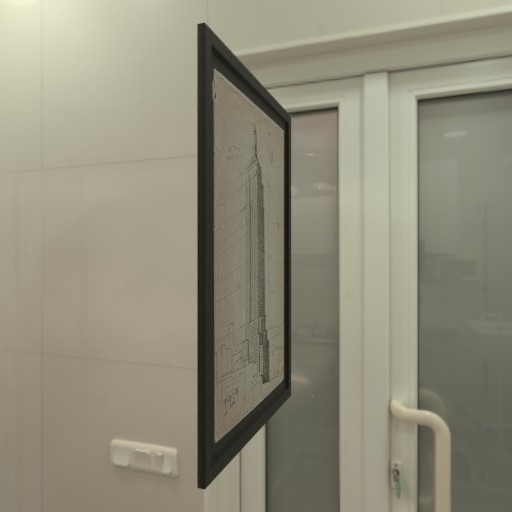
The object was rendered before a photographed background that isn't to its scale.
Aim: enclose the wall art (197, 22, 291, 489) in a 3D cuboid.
[{"bbox_3d":[0.000,0.000,0.841,0.012,0.661,0.451,0,0,20],"label":"wall art"}]
